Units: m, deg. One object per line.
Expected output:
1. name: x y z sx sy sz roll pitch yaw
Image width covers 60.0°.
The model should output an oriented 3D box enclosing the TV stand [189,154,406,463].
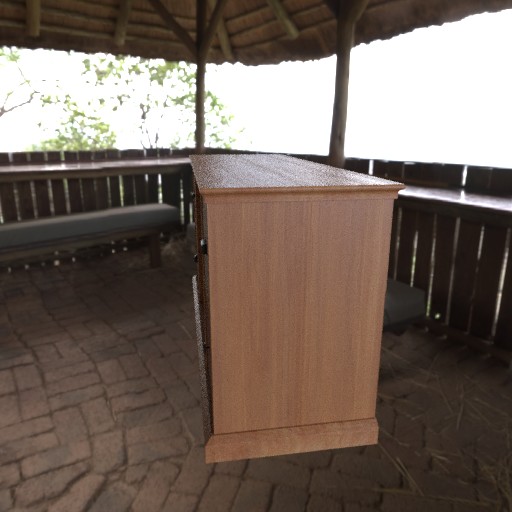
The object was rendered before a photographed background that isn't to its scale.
1. TV stand: 0.000 0.000 1.493 0.417 0.607 1.181 -3 16 -9
